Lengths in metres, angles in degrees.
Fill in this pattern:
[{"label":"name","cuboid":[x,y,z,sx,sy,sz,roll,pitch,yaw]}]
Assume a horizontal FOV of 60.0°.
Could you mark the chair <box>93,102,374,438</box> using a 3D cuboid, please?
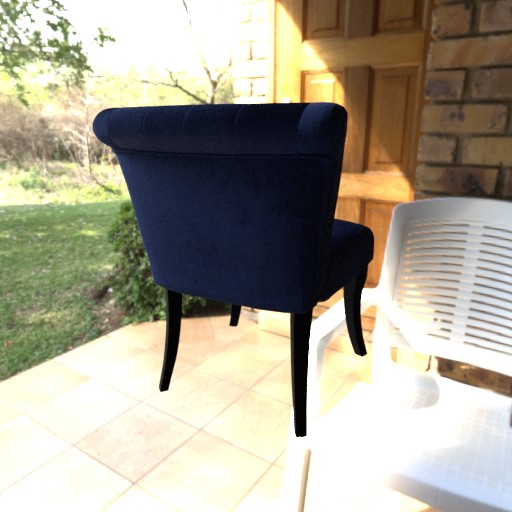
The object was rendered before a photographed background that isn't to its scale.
[{"label":"chair","cuboid":[0.000,0.000,1.195,0.585,0.753,0.606,8,18,27]}]
